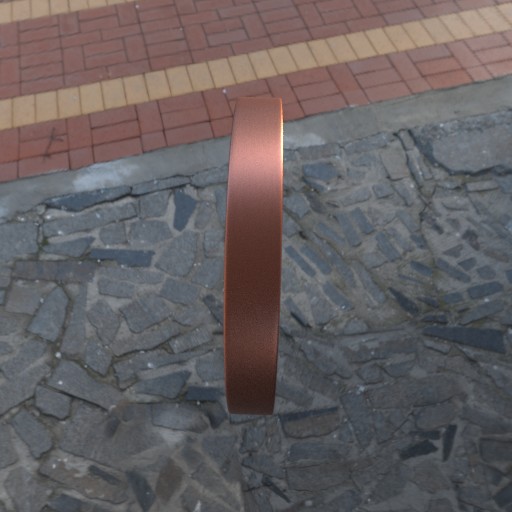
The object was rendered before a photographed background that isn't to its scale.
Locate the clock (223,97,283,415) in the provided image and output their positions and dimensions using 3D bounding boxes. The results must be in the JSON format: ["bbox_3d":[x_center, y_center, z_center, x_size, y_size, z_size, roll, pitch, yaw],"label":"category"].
[{"bbox_3d":[0.000,0.000,0.465,0.040,0.313,0.313,2,63,1],"label":"clock"}]
